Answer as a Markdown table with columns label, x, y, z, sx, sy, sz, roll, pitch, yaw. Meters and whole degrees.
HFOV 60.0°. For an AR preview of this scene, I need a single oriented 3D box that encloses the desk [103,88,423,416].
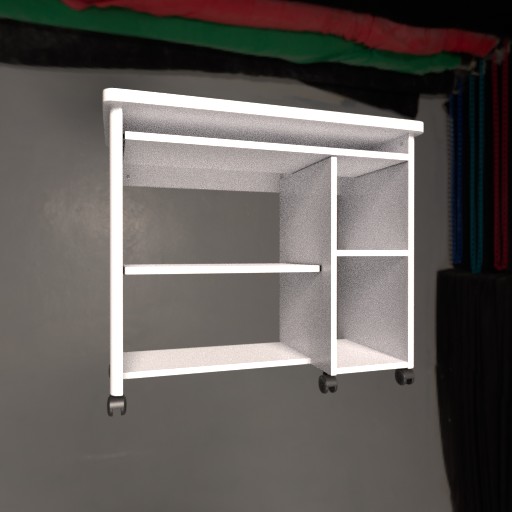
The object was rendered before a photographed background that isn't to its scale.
| label | x | y | z | sx | sy | sz | roll | pitch | yaw |
| --- | --- | --- | --- | --- | --- | --- | --- | --- | --- |
| desk | 0.000 | 0.000 | 1.353 | 0.877 | 0.763 | 0.475 | 0 | 0 | -18 |
